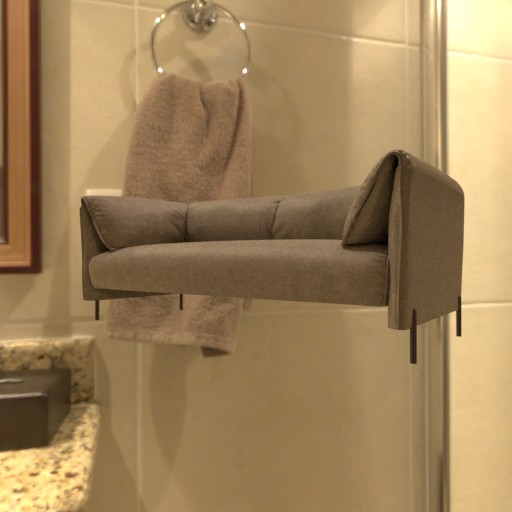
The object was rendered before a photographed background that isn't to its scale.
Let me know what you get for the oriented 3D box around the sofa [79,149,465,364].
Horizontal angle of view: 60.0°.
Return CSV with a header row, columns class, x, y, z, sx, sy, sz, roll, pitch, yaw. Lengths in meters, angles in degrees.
class,x,y,z,sx,sy,sz,roll,pitch,yaw
sofa,0.000,0.000,2.316,1.878,0.747,0.905,0,-1,36
